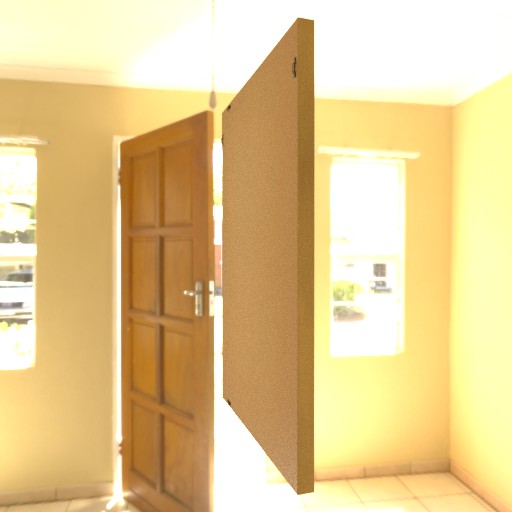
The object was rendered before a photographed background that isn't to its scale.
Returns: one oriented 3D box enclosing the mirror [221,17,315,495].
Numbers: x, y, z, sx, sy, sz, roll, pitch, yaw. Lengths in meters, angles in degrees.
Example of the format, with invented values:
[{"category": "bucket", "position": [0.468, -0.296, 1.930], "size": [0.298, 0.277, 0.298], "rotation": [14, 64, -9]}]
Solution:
[{"category": "mirror", "position": [0.000, 0.000, 1.141], "size": [0.040, 0.915, 0.609], "rotation": [0, 0, -18]}]
